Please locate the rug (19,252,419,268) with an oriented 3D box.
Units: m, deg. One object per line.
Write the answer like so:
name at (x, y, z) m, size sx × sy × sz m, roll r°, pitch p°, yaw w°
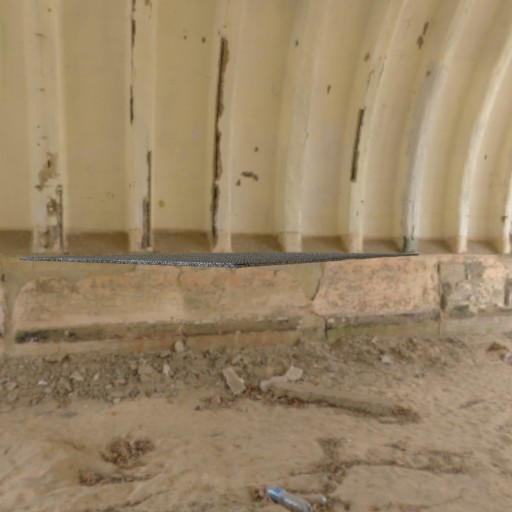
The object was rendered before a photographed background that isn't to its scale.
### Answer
rug at (0.000, 0.000, 3.046) m, size 1.538 × 0.021 × 2.443 m, roll 1°, pitch 2°, yaw 35°
